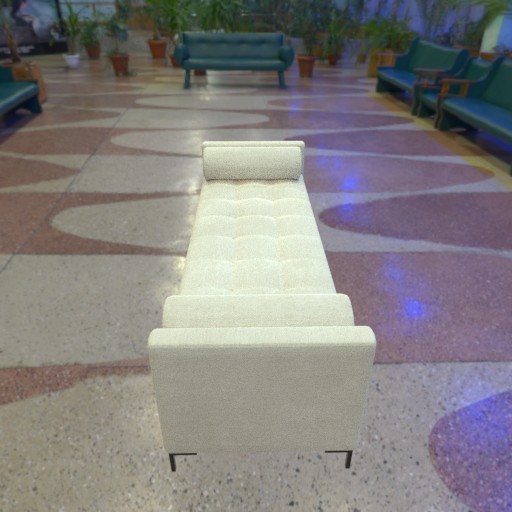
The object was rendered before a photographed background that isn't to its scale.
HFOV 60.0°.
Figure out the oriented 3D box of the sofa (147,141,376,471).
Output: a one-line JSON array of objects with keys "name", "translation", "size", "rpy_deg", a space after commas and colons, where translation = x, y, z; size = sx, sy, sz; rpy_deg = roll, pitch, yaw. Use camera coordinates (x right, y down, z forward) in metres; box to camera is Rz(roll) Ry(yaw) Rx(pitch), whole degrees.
[{"name": "sofa", "translation": [0.000, 0.000, 2.294], "size": [0.686, 0.635, 1.981], "rpy_deg": [-1, 31, -1]}]
